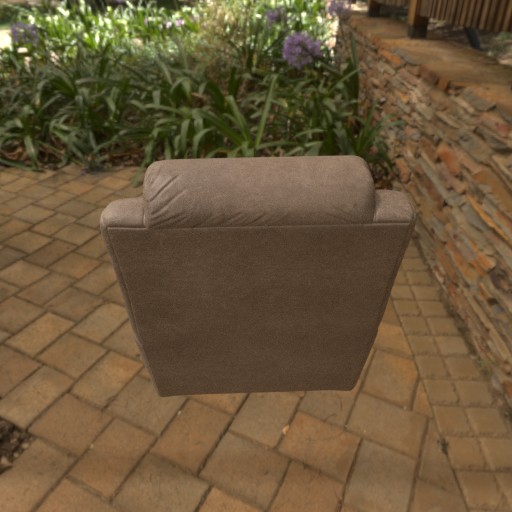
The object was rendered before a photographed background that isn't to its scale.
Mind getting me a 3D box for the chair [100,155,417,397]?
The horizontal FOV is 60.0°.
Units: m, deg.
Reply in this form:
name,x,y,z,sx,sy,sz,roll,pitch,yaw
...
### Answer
name,x,y,z,sx,sy,sz,roll,pitch,yaw
chair,0.000,0.000,1.855,0.967,1.116,1.068,-1,32,-2
